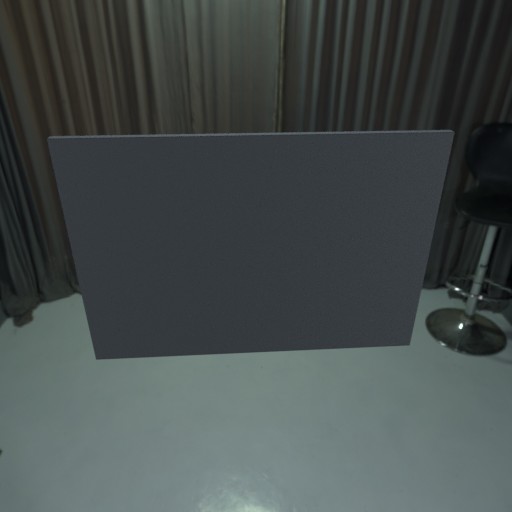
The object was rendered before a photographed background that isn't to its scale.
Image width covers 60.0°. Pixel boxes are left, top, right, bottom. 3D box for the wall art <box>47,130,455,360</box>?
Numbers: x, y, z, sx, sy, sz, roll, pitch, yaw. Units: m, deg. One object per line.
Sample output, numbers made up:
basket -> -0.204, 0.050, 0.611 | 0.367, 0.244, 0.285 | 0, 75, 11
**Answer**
wall art -> 0.000, 0.000, 1.212 | 0.964, 0.659, 0.049 | -1, 28, -2
